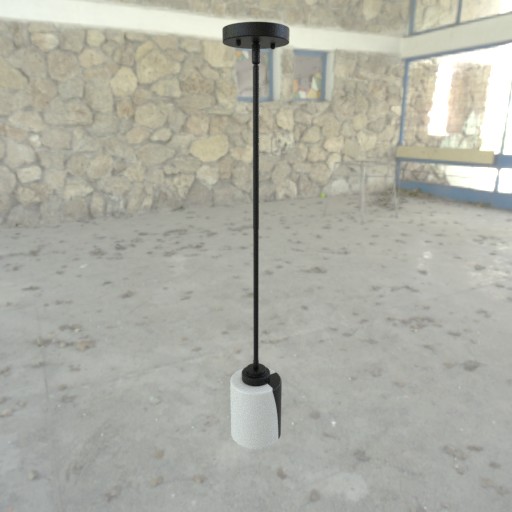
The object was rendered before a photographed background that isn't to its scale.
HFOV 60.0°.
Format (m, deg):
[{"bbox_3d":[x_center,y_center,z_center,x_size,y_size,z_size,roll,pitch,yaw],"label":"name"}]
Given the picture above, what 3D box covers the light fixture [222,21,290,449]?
[{"bbox_3d":[0.000,0.000,0.930,0.123,0.863,0.123,-8,17,-26],"label":"light fixture"}]
